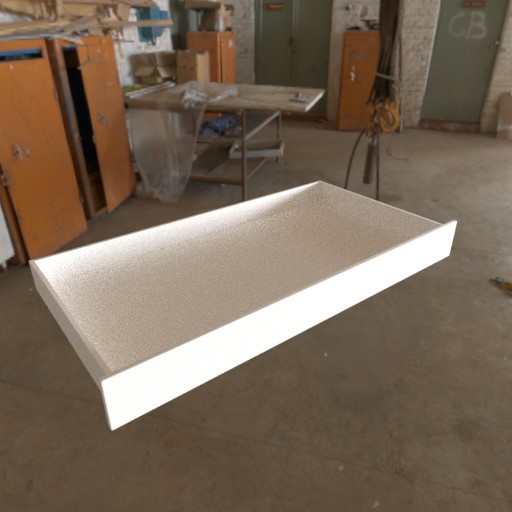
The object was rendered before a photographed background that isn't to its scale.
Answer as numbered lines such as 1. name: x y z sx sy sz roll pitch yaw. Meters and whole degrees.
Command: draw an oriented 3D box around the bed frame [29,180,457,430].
1. bed frame: 0.000 0.000 1.497 1.300 0.141 0.670 -20 34 -33
